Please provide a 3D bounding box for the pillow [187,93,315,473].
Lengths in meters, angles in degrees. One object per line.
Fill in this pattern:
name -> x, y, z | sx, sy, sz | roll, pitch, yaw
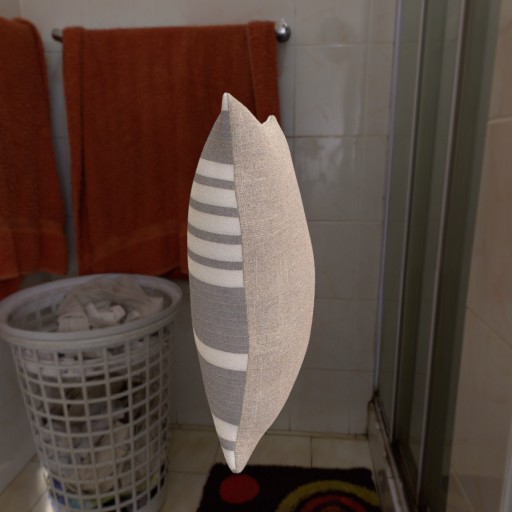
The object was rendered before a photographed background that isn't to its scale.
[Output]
pillow -> 0.000, 0.000, 0.682 | 0.182, 0.440, 0.439 | 2, 14, 8
